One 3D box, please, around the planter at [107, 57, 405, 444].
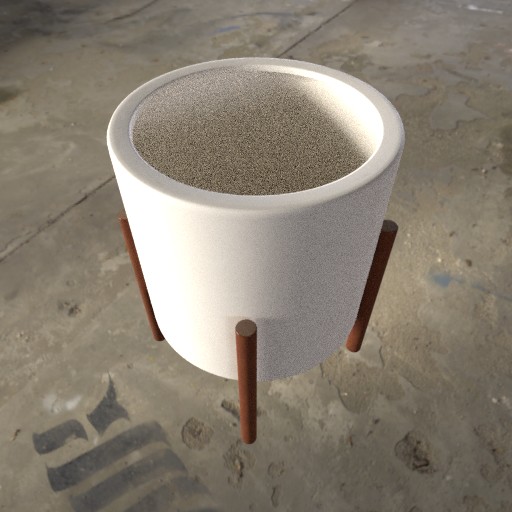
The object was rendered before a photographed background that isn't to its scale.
[{"bbox_3d":[0.000,0.000,0.846,0.420,0.581,0.421,-30,53,-25],"label":"planter"}]
